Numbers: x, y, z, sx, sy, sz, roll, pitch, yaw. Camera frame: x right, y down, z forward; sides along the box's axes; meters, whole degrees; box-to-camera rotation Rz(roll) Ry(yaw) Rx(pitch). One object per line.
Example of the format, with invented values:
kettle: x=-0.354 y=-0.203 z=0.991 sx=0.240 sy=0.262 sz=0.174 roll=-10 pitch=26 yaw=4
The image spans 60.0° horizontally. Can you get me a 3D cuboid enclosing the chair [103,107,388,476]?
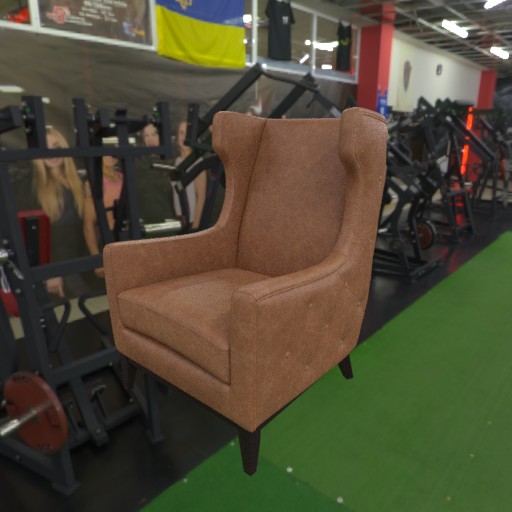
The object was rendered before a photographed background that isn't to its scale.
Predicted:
chair: x=0.000 y=0.000 z=1.708 sx=0.766 sy=1.079 sz=0.899 roll=14 pitch=22 yaw=40
